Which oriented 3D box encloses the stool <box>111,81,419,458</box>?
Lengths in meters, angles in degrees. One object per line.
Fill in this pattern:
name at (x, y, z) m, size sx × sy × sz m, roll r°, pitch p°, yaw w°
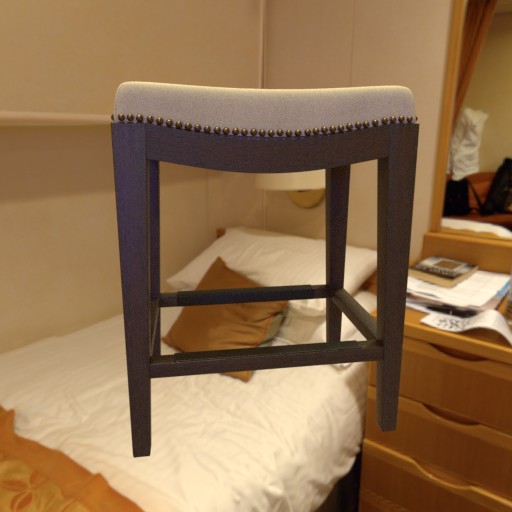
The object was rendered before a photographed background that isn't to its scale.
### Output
stool at (0.000, 0.000, 0.916) m, size 0.500 × 0.642 × 0.361 m, roll -2°, pitch 16°, yaw -8°
